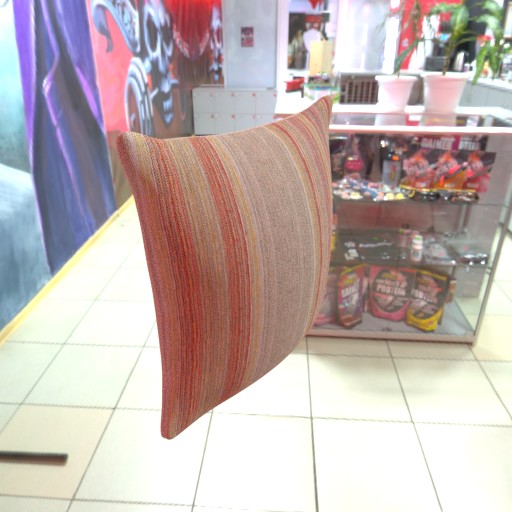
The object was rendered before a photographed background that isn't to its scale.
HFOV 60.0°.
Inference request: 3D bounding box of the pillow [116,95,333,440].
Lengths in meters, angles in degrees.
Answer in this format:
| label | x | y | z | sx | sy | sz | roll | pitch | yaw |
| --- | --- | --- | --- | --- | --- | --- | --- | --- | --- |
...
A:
| label | x | y | z | sx | sy | sz | roll | pitch | yaw |
| --- | --- | --- | --- | --- | --- | --- | --- | --- | --- |
| pillow | 0.000 | 0.000 | 0.700 | 0.191 | 0.449 | 0.451 | 18 | 32 | 32 |
